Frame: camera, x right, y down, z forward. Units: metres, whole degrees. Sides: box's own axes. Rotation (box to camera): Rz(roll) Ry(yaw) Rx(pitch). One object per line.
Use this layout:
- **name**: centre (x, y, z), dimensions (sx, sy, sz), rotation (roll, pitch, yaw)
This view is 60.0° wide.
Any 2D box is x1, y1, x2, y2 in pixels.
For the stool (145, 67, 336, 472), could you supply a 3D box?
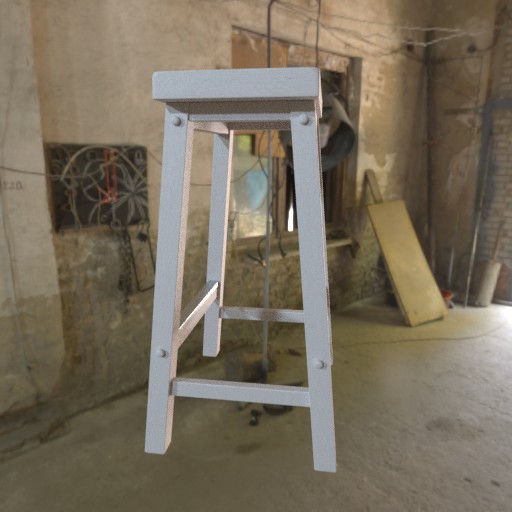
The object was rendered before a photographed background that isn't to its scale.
- **stool**: centre (0.000, 0.000, 0.858), dimensions (0.322, 0.610, 0.406), rotation (2, 14, 8)
